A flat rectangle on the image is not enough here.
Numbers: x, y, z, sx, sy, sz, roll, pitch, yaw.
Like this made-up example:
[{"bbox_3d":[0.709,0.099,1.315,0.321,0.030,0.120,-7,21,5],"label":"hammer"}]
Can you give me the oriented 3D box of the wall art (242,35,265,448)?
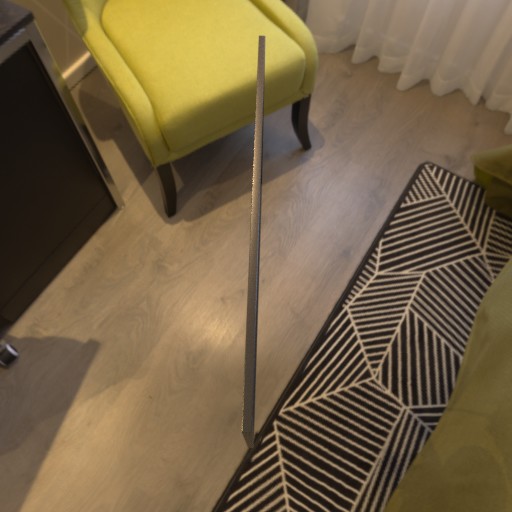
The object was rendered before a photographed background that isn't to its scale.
[{"bbox_3d":[0.000,0.000,1.054,0.015,0.552,0.819,2,65,1],"label":"wall art"}]
